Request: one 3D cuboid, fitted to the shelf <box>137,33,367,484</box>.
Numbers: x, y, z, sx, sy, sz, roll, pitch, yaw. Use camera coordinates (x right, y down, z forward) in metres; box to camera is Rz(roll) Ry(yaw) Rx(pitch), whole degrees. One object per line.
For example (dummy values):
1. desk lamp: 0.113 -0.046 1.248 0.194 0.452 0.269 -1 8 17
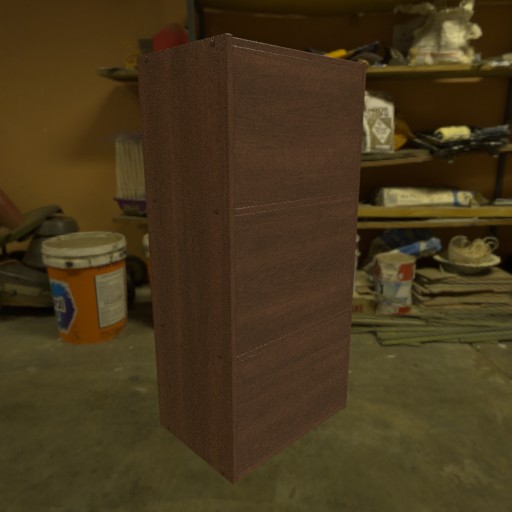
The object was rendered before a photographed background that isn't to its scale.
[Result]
1. shelf: 0.000 0.000 1.071 0.414 0.879 0.290 -14 20 -42
